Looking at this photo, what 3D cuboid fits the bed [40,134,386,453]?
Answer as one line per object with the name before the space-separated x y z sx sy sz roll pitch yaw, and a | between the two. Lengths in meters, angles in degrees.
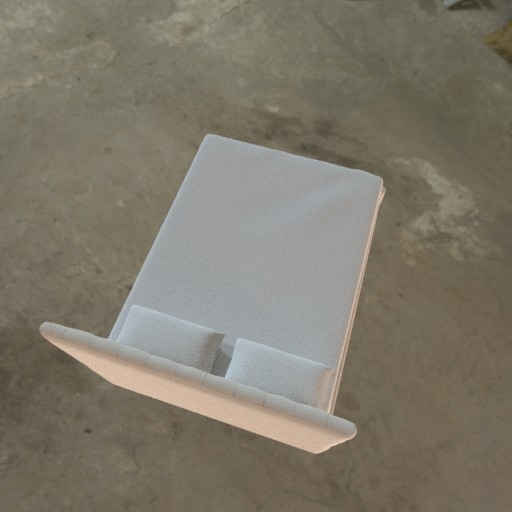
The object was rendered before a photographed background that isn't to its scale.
bed | 0.000 0.000 3.275 1.696 1.426 2.233 16 65 8
